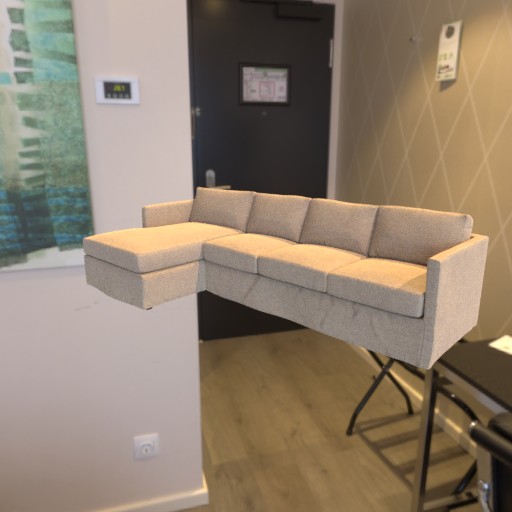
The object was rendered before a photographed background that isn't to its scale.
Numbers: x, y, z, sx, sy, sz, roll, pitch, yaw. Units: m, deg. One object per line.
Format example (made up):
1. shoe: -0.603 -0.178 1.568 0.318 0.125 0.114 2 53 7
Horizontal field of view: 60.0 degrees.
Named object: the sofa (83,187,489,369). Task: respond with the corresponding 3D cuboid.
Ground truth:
1. sofa: 0.000 0.000 3.800 3.198 0.920 1.638 14 20 42
